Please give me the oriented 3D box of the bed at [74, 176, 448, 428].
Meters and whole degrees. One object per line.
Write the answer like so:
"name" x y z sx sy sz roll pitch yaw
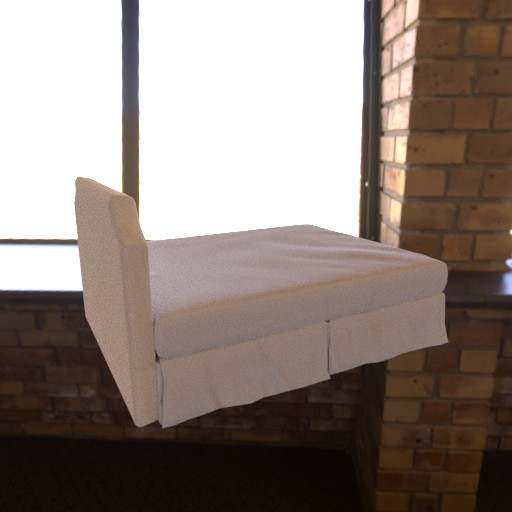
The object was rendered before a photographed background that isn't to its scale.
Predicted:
"bed" 0.000 0.000 3.626 2.498 1.293 1.977 -8 17 -28
